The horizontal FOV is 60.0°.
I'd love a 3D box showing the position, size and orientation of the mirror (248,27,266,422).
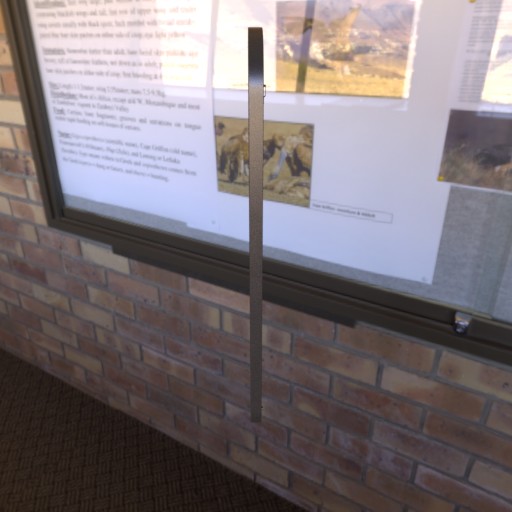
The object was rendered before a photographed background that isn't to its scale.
[{"bbox_3d":[0.000,0.000,1.079,0.032,0.991,0.222,0,26,-1],"label":"mirror"}]
